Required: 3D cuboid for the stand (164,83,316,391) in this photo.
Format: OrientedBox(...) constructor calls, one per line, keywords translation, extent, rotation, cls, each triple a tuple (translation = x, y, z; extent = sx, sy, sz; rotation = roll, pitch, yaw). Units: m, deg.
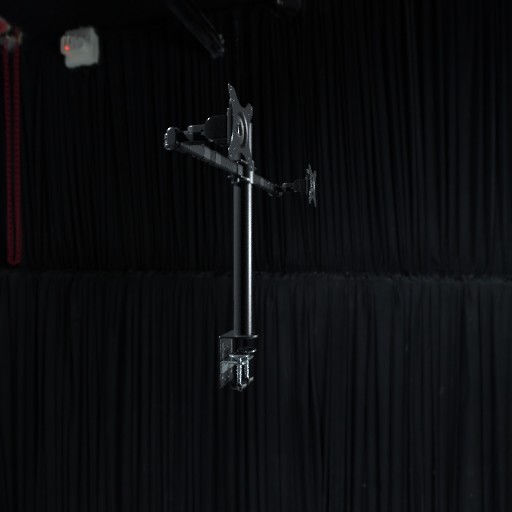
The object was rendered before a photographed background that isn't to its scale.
OrientedBox(translation=(0.000, 0.000, 1.010), extent=(0.150, 0.603, 0.743), rotation=(0, 1, 17), cls="stand")
